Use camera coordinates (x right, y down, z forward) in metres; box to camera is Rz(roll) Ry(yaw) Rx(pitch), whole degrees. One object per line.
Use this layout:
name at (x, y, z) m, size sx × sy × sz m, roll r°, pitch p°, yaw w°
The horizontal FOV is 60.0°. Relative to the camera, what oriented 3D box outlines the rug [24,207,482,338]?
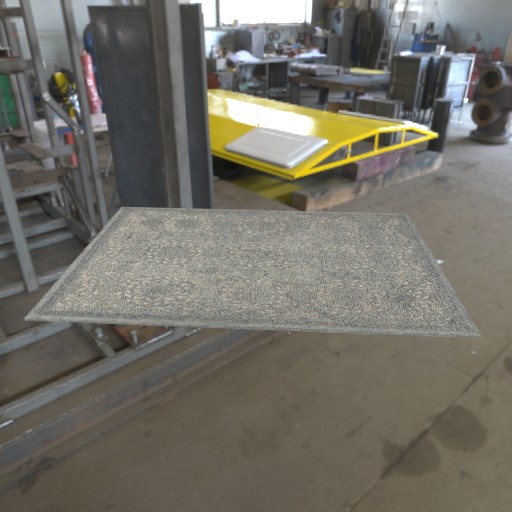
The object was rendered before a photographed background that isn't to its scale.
rug at (0.000, 0.000, 2.289) m, size 1.819 × 0.012 × 1.208 m, roll 2°, pitch 28°, yaw 3°
